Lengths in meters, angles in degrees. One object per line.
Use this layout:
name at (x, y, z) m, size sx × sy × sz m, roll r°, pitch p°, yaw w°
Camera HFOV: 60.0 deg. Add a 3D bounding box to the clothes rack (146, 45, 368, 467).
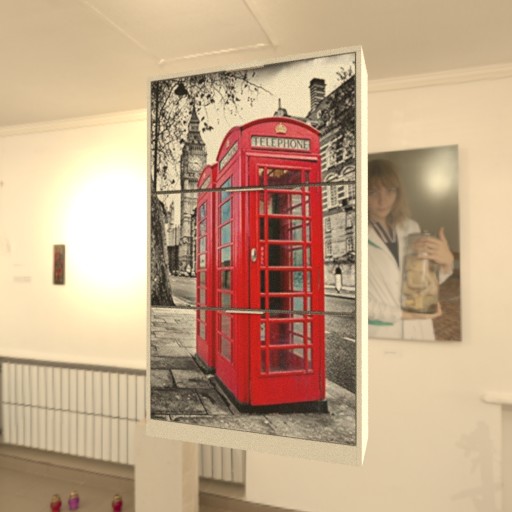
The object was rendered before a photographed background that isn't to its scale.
clothes rack at (0.000, 0.000, 1.567) m, size 0.750 × 1.280 × 0.250 m, roll 0°, pitch 0°, yaw 19°
